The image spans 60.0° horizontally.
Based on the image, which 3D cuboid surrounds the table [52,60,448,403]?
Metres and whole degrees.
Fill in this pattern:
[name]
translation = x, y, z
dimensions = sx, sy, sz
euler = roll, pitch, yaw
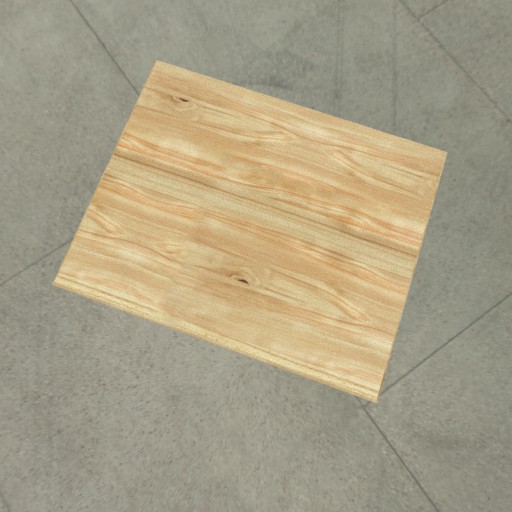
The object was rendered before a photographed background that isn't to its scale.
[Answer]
[table]
translation = 0.000, 0.000, 0.887
dimensions = 0.530, 0.515, 0.380
euler = 19, 78, 4
